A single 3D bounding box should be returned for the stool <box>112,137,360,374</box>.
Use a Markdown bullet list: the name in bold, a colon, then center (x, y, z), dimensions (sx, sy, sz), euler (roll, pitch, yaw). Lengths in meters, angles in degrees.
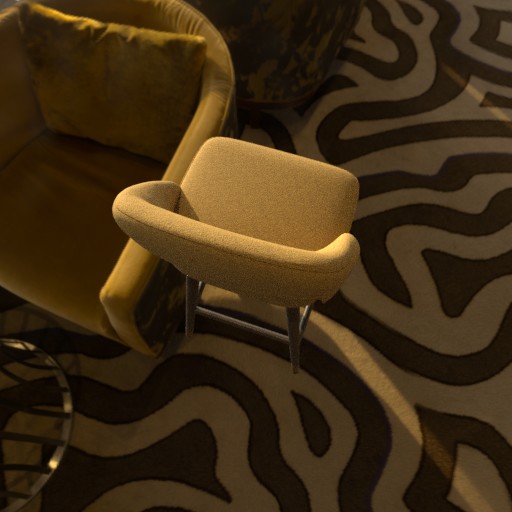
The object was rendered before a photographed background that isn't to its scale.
- **stool**: center (0.000, 0.000, 1.320), dimensions (0.536, 1.032, 0.522), euler (17, 65, 8)
